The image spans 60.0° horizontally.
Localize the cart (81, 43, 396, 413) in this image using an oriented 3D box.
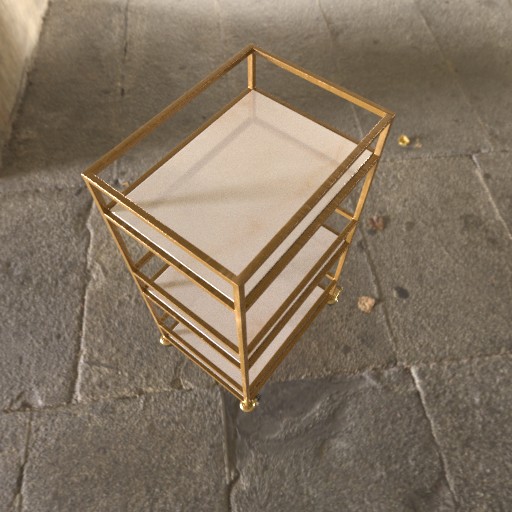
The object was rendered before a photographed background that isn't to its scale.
[{"bbox_3d":[0.000,0.000,1.029,0.332,0.761,0.483,34,65,19],"label":"cart"}]
